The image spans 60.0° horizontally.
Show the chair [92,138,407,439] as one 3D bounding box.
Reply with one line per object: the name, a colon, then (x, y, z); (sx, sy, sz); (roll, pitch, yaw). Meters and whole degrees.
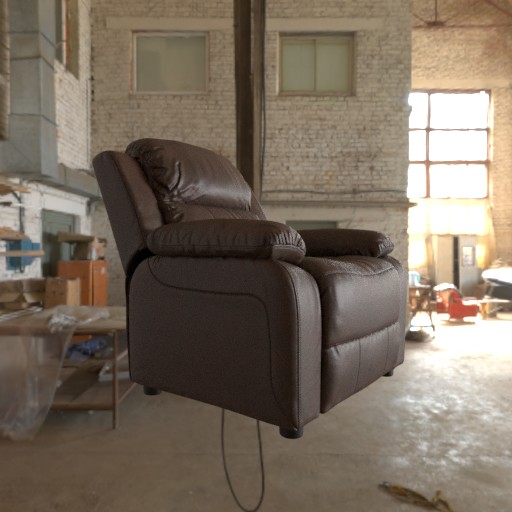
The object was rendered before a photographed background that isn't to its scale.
chair: (0.000, 0.000, 1.249); (0.707, 0.702, 0.680); (1, 1, 36)
